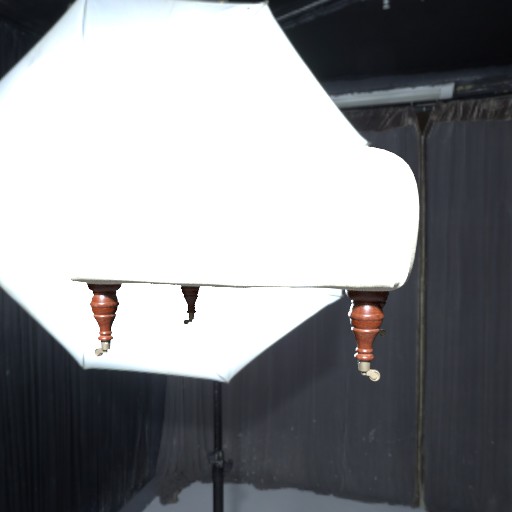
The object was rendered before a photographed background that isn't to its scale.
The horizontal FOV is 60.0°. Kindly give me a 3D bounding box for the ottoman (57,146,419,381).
[{"bbox_3d":[0.000,0.000,1.102,0.747,0.450,0.622,0,1,18],"label":"ottoman"}]
